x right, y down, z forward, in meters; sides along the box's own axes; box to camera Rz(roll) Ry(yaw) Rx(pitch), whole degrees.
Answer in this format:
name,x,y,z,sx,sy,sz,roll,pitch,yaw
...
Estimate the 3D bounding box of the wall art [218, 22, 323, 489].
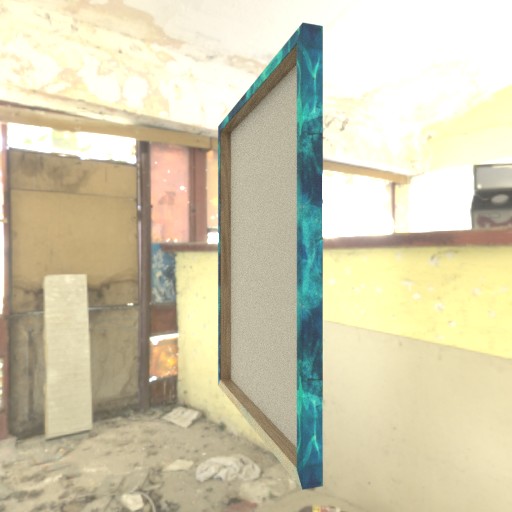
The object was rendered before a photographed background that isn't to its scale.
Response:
name,x,y,z,sx,sy,sz,roll,pitch,yaw
wall art,0.000,0.000,1.016,0.038,0.760,0.609,0,0,-18
